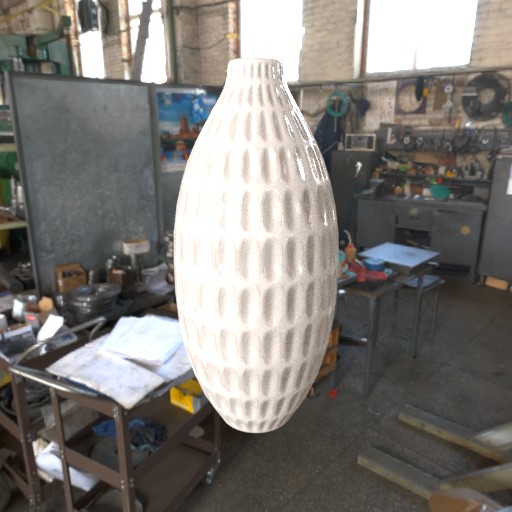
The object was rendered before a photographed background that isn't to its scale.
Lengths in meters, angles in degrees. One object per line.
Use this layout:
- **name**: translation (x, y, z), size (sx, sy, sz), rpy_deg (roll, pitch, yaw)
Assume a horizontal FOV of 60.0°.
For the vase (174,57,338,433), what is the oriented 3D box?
- **vase**: translation (0.000, 0.000, 0.347), size (0.127, 0.282, 0.127), rpy_deg (0, 16, 0)
